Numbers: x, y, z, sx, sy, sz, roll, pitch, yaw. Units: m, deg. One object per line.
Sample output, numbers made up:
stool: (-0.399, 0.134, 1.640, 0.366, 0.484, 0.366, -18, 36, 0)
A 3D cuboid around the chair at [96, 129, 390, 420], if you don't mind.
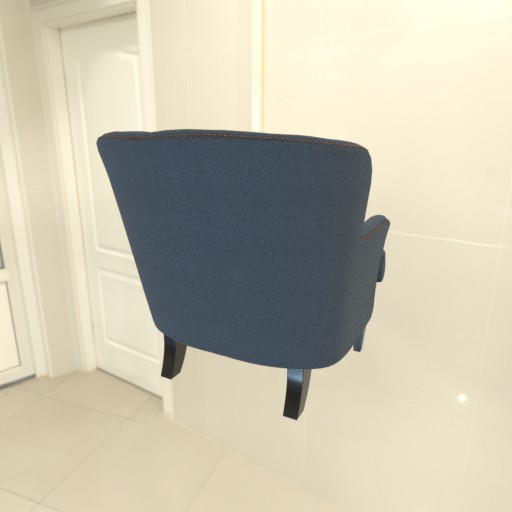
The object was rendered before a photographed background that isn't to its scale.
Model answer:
chair: (0.000, 0.000, 1.565, 0.848, 0.868, 0.906, 9, 18, 27)
